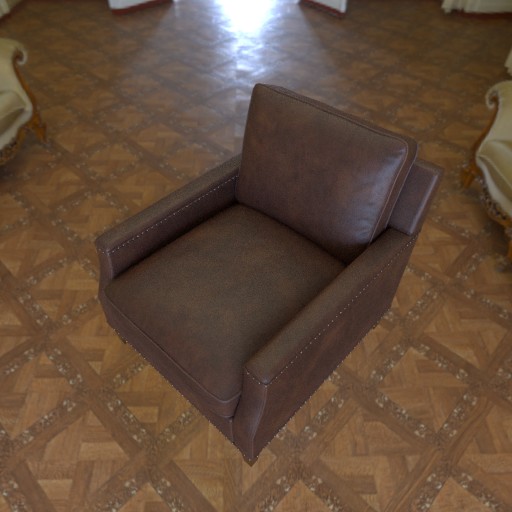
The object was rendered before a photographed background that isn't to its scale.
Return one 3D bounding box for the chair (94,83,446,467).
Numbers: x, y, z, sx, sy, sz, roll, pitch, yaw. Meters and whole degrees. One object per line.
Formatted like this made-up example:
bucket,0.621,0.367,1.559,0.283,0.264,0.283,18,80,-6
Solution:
chair,0.000,0.000,1.687,0.853,0.929,1.014,33,54,29
